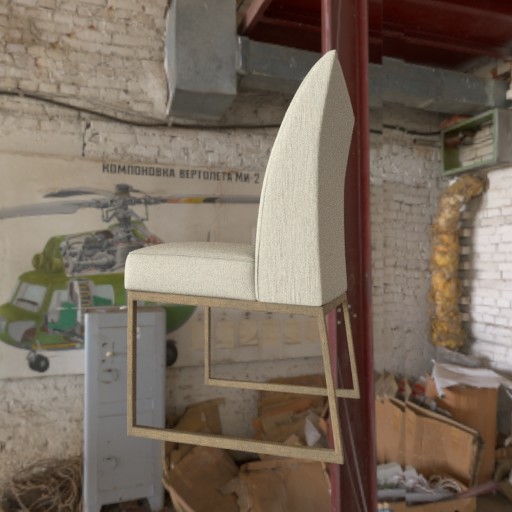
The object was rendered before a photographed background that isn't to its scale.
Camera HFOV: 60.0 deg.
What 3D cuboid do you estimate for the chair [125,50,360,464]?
[{"bbox_3d":[0.000,0.000,1.217,0.522,0.863,0.508,0,-1,17],"label":"chair"}]
